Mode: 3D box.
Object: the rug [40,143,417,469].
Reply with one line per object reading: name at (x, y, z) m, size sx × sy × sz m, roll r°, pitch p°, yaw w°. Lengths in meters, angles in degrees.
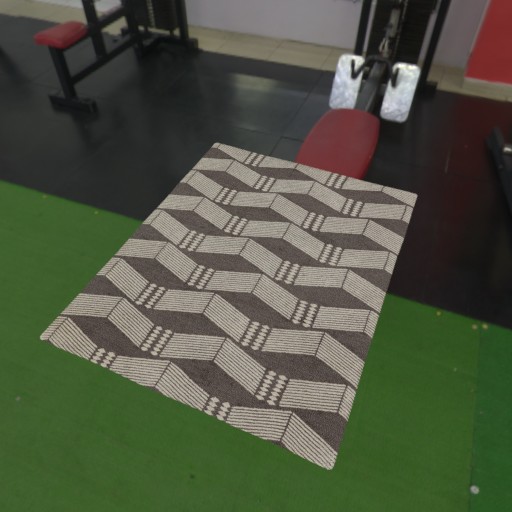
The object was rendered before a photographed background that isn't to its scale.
rug at (0.000, 0.000, 4.138) m, size 2.438 × 0.016 × 3.048 m, roll 18°, pitch 50°, yaw 16°
